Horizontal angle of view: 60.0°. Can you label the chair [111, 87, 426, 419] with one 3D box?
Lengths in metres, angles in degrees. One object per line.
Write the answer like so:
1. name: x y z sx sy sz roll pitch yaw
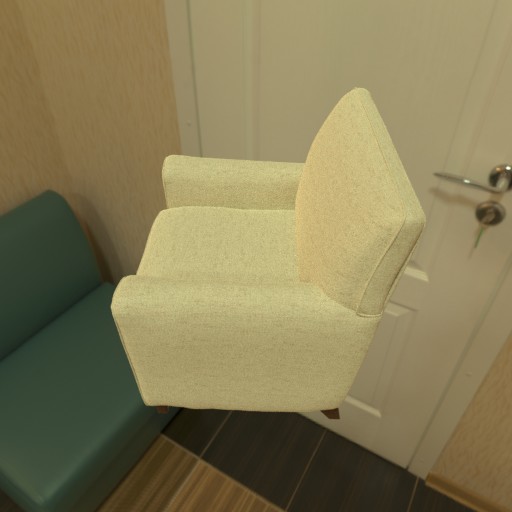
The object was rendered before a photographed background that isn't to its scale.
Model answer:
1. chair: 0.000 0.000 1.608 0.823 0.943 0.870 1 41 1
